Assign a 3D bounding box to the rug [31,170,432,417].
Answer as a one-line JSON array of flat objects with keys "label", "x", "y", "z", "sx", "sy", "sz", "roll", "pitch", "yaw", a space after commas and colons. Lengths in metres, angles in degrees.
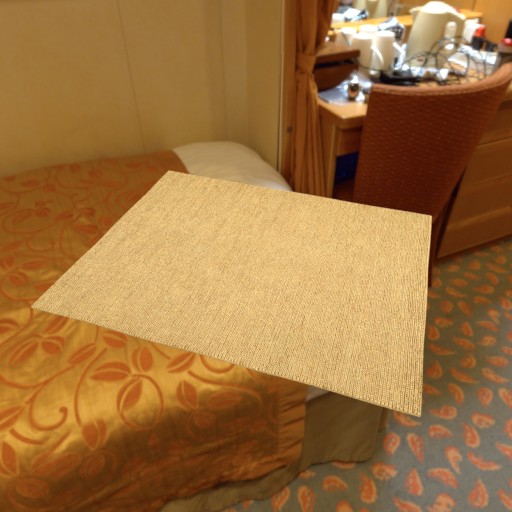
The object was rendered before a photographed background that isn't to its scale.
[{"label": "rug", "x": 0.000, "y": 0.000, "z": 4.087, "sx": 3.034, "sy": 0.012, "sz": 2.406, "roll": 12, "pitch": 41, "yaw": 14}]
